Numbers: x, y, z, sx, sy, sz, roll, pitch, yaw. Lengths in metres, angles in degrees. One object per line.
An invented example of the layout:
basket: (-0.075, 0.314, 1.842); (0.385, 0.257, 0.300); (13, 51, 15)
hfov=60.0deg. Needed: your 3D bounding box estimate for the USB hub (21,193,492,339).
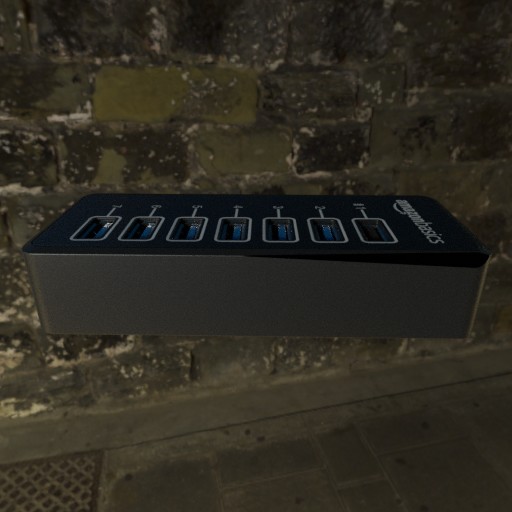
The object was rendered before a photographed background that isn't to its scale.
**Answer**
USB hub: (0.000, 0.000, 0.124); (0.110, 0.023, 0.044); (1, 26, 1)
